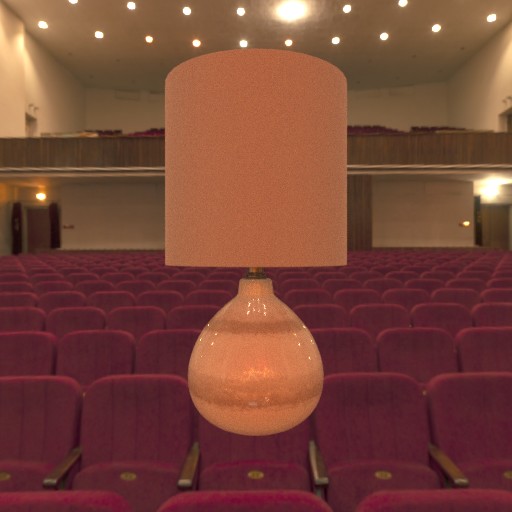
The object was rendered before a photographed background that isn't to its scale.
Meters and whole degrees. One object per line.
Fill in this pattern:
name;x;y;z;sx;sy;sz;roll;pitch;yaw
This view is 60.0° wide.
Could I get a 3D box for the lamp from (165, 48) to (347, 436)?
lamp;0.000;0.000;0.539;0.217;0.404;0.217;0;0;1
